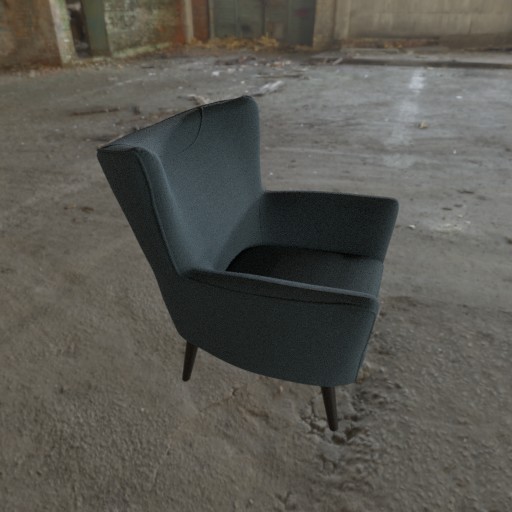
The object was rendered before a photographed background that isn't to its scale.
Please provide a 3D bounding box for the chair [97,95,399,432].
[{"bbox_3d":[0.000,0.000,1.558,0.888,0.933,0.781,10,31,17],"label":"chair"}]
